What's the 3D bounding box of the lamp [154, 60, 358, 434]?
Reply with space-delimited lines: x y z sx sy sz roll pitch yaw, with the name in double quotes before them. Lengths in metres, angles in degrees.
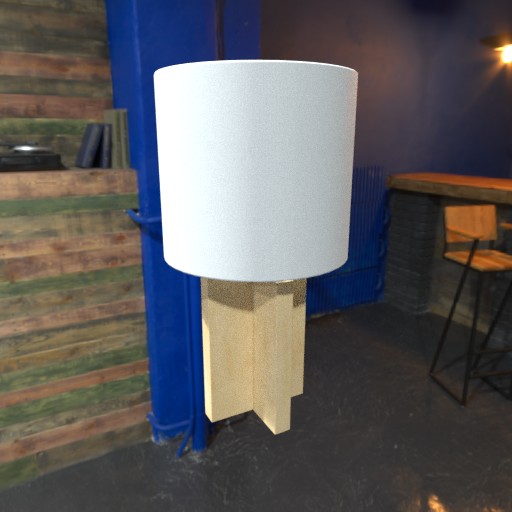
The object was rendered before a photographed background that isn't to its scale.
"lamp" 0.000 0.000 0.564 0.229 0.428 0.229 -8 17 -27
